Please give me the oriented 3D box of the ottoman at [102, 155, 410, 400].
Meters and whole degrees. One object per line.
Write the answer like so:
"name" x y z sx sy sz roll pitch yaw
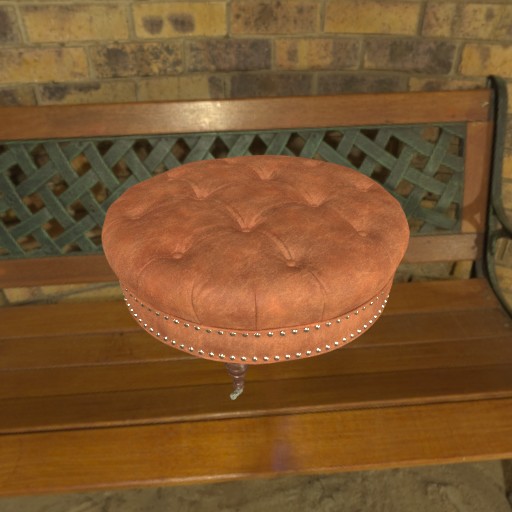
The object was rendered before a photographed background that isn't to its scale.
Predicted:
"ottoman" 0.000 0.000 1.423 0.901 0.444 0.901 0 32 0
